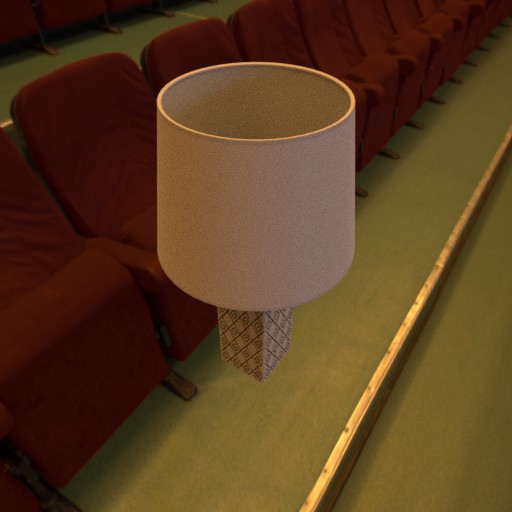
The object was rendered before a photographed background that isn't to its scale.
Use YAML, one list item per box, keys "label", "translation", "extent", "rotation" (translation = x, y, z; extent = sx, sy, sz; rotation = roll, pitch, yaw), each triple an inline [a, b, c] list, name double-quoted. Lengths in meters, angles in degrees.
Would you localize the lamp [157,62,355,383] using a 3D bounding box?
- label: "lamp"
  translation: [0.000, 0.000, 0.593]
  extent: [0.251, 0.435, 0.251]
  rotation: [0, 42, 0]
